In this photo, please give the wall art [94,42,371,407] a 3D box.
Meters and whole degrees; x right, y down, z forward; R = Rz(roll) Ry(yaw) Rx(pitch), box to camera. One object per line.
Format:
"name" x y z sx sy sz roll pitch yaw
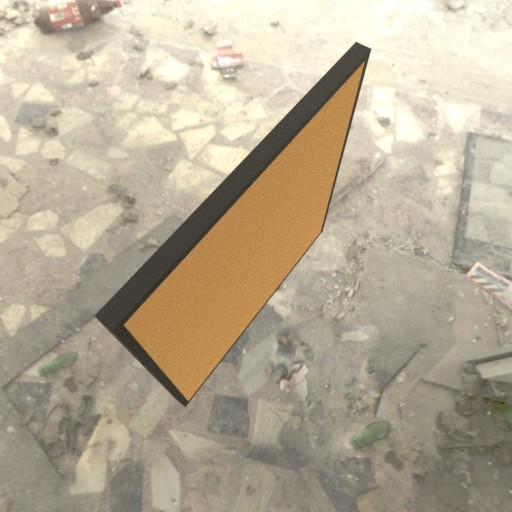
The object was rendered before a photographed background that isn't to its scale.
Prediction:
"wall art" 0.000 0.000 1.138 0.038 0.763 0.763 34 68 16
